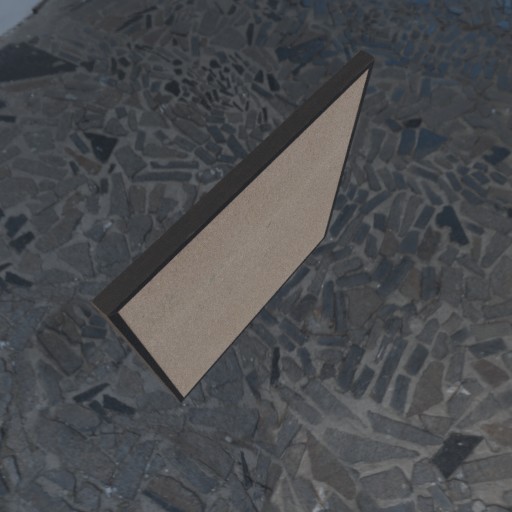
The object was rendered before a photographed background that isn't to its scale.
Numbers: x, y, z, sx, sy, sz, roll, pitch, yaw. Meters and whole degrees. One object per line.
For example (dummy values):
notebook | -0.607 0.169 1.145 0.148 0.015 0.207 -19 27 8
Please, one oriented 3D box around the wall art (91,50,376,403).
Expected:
wall art | 0.000 0.000 1.156 0.038 0.762 0.762 36 68 17
